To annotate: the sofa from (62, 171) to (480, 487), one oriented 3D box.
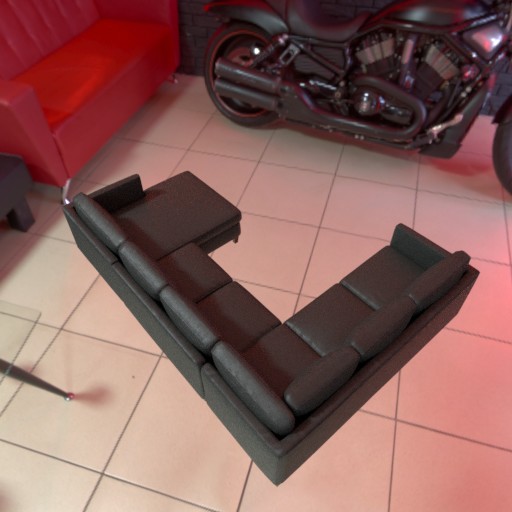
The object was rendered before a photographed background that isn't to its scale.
[{"bbox_3d":[0.000,0.000,4.602,2.593,0.923,3.460,-32,54,-27],"label":"sofa"}]
